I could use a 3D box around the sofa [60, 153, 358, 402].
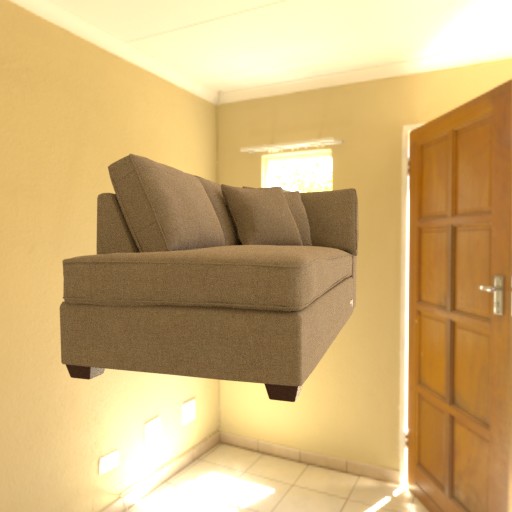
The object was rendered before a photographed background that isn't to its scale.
[{"bbox_3d":[0.000,0.000,2.775,1.110,1.019,2.238,0,2,18],"label":"sofa"}]
